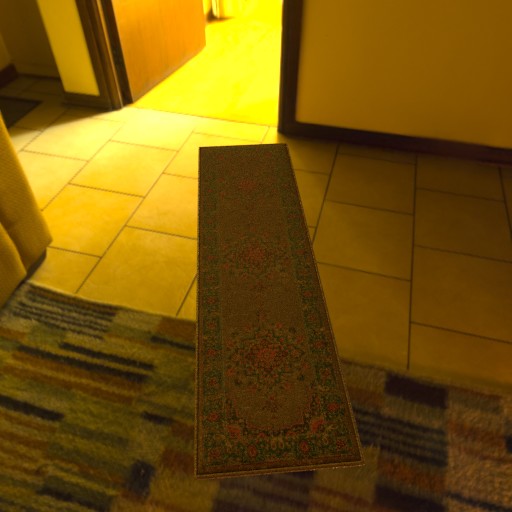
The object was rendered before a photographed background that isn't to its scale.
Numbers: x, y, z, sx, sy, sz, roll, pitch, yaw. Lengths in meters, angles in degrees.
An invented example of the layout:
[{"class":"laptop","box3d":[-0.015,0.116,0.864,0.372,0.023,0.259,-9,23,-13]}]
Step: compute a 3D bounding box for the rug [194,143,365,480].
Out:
[{"class":"rug","box3d":[0.000,0.000,2.481,0.659,0.019,2.297,-3,46,-3]}]
